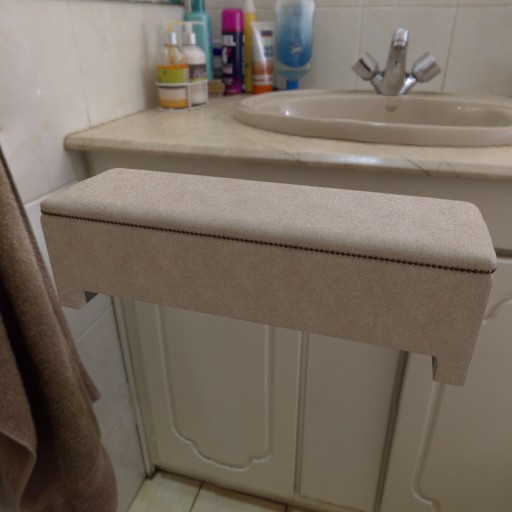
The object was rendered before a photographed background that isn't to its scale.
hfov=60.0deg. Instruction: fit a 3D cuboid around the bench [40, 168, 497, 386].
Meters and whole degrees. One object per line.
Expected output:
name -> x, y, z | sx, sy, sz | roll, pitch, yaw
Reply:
bench -> 0.000, 0.000, 1.629 | 1.482, 0.447, 0.470 | 8, 28, 16
